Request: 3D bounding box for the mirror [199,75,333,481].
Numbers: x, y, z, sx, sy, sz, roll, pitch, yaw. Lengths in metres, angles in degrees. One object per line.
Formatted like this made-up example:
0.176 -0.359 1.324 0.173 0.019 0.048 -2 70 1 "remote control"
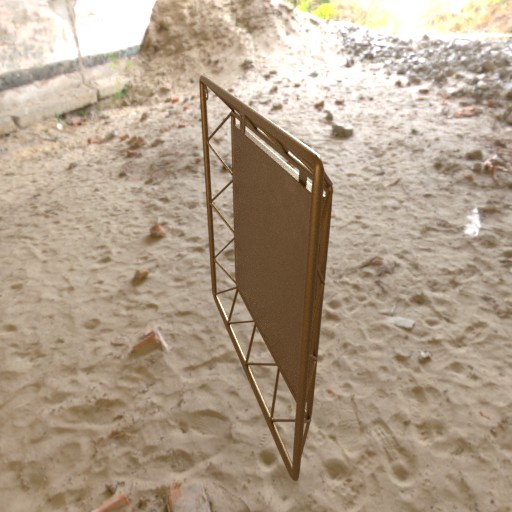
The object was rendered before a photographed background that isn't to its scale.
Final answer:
0.000 0.000 0.614 0.046 0.414 0.416 -10 32 -16 "mirror"
